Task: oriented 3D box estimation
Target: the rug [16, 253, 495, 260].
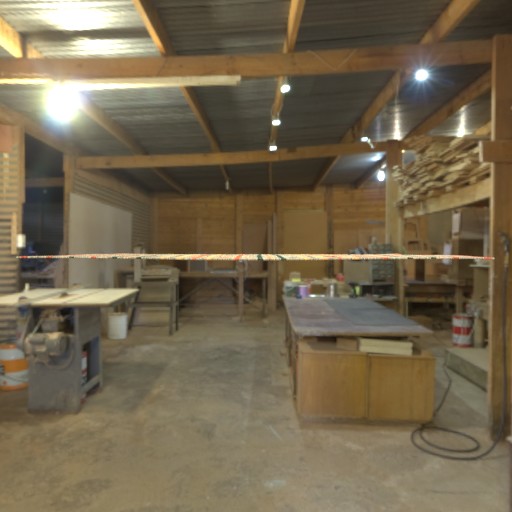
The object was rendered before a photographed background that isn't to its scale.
[{"bbox_3d":[0.000,0.000,2.300,1.835,0.017,1.220,0,1,1],"label":"rug"}]
